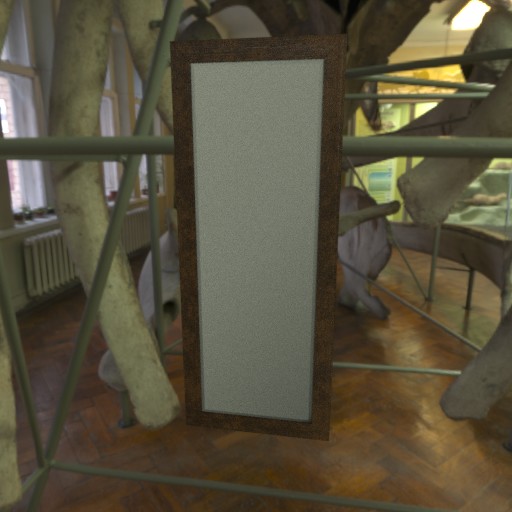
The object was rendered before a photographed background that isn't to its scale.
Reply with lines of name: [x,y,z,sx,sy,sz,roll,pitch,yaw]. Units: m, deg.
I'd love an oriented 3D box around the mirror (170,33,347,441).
mirror: [0.000,0.000,2.252,0.812,2.031,0.032,2,14,10]
